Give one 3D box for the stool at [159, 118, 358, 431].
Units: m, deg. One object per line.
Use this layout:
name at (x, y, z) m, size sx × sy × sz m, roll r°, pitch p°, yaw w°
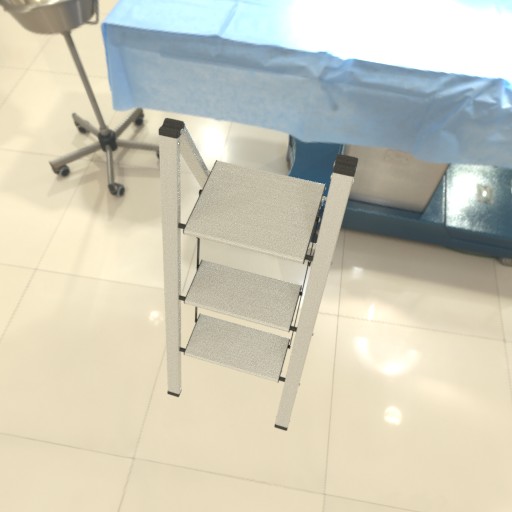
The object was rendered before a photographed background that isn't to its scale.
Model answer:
stool at (0.000, 0.000, 1.328) m, size 0.441 × 0.902 × 0.730 m, roll 14°, pitch 59°, yaw 9°
